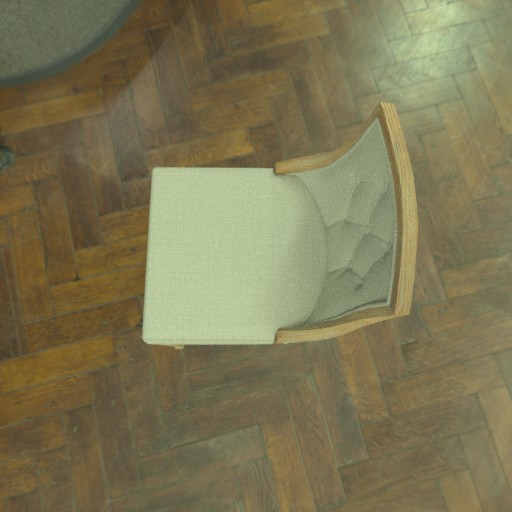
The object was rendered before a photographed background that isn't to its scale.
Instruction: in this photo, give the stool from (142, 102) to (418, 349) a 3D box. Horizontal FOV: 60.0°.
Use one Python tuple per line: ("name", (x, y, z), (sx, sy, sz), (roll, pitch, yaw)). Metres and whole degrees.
("stool", (0.000, 0.000, 1.316), (0.626, 0.938, 0.524), (0, 77, 0))
